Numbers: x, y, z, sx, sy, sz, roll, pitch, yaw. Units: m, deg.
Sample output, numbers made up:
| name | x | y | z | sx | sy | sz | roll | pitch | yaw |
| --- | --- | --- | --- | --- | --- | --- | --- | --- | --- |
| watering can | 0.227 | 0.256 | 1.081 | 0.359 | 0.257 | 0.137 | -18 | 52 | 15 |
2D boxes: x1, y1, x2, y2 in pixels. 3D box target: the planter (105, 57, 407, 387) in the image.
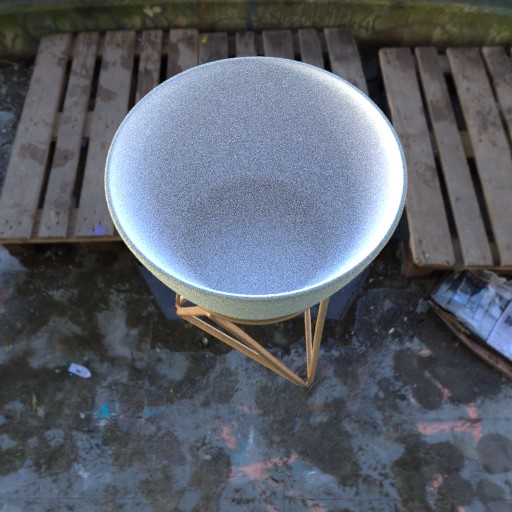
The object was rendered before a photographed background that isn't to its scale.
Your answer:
| name | x | y | z | sx | sy | sz | roll | pitch | yaw |
| --- | --- | --- | --- | --- | --- | --- | --- | --- | --- |
| planter | 0.000 | 0.000 | 0.741 | 0.350 | 0.504 | 0.350 | 0 | 64 | 0 |
